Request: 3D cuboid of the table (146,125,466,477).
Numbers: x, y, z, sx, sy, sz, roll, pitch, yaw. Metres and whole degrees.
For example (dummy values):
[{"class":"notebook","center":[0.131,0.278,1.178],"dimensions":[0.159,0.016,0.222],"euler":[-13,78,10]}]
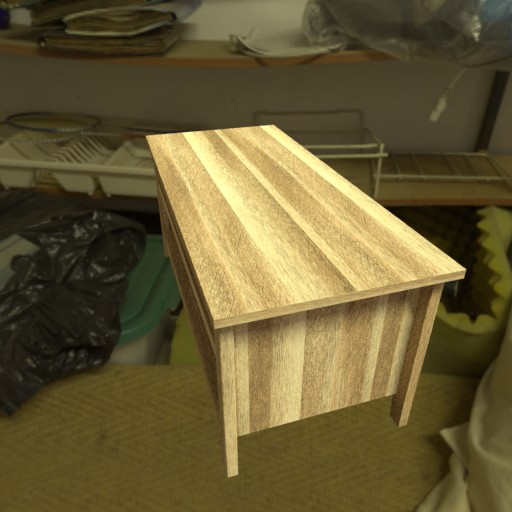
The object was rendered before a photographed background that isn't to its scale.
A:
[{"class":"table","center":[0.000,0.000,1.350],"dimensions":[0.493,0.480,1.095],"euler":[-9,32,-15]}]
